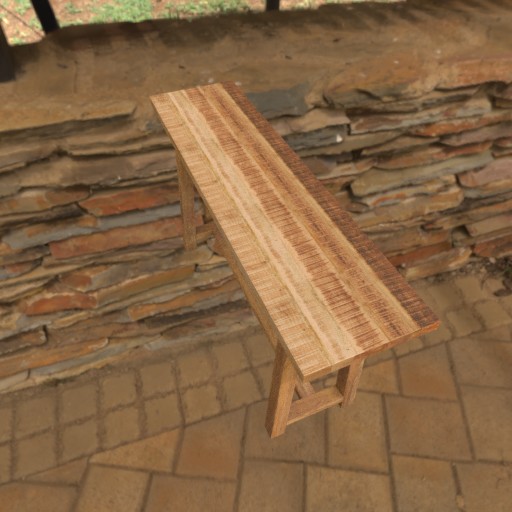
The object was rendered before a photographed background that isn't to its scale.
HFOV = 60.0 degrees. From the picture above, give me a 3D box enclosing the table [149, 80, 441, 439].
[{"bbox_3d":[0.000,0.000,1.887,0.405,0.810,1.524,-17,49,-16],"label":"table"}]
